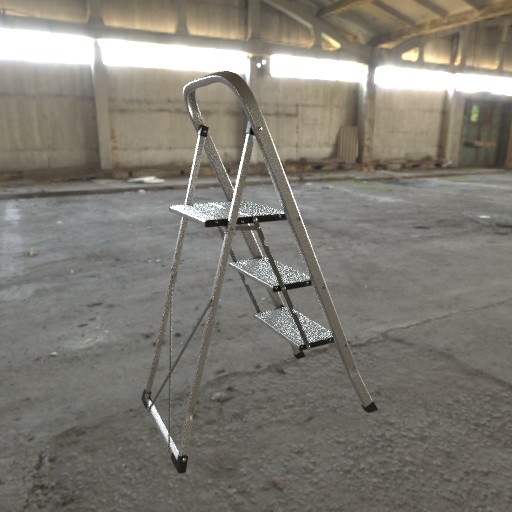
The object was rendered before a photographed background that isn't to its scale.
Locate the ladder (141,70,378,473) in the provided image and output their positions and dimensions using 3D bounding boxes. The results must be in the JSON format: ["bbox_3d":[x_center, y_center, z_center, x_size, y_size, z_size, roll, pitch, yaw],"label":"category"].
[{"bbox_3d":[0.000,0.000,1.423,0.704,1.070,0.465,-8,16,-27],"label":"ladder"}]
